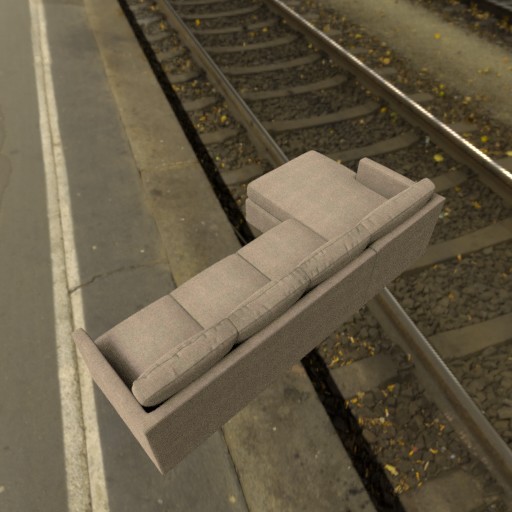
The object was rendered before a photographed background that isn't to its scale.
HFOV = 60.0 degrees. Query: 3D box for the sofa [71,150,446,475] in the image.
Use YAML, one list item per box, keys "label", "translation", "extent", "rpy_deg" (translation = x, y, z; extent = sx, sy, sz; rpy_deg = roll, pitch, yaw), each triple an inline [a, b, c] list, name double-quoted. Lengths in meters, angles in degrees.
- label: "sofa"
  translation: [0.000, 0.000, 3.868]
  extent: [3.205, 0.922, 1.650]
  rpy_deg: [-33, 54, -28]
